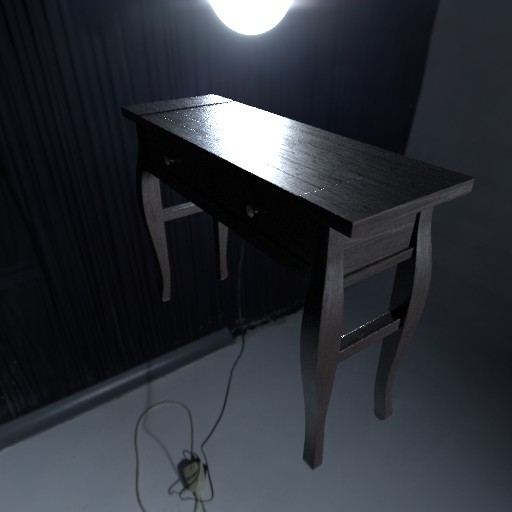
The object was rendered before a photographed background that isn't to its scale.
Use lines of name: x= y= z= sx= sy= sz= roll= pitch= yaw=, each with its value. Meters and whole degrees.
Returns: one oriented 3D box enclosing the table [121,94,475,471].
table: x=0.000 y=0.000 z=1.393 sx=0.373 sy=0.768 sz=1.062 roll=-20 pitch=36 yaw=-30
